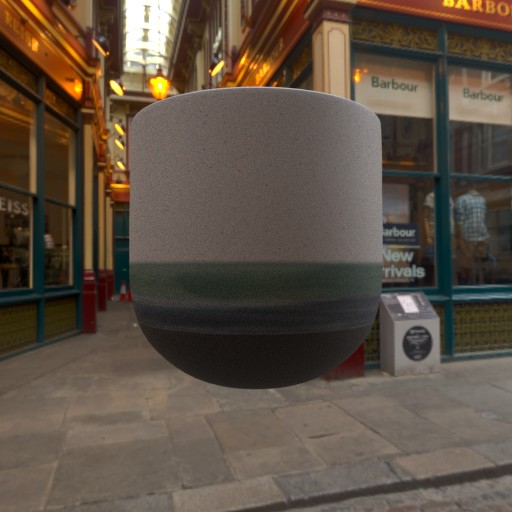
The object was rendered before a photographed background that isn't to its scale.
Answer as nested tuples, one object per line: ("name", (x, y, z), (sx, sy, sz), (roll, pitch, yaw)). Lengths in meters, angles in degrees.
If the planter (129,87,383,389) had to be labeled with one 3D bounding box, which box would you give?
("planter", (0.000, 0.000, 0.488), (0.268, 0.270, 0.268), (0, -1, 0))
